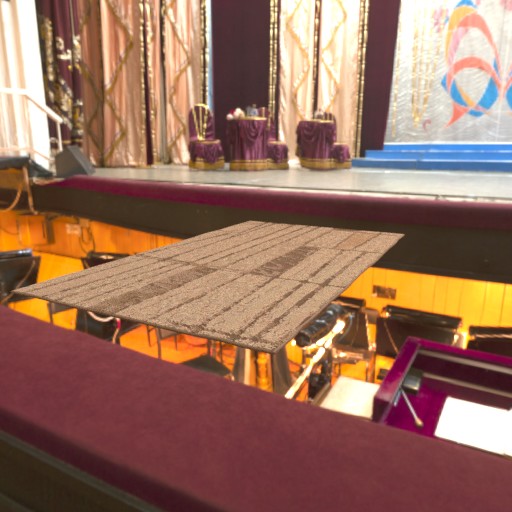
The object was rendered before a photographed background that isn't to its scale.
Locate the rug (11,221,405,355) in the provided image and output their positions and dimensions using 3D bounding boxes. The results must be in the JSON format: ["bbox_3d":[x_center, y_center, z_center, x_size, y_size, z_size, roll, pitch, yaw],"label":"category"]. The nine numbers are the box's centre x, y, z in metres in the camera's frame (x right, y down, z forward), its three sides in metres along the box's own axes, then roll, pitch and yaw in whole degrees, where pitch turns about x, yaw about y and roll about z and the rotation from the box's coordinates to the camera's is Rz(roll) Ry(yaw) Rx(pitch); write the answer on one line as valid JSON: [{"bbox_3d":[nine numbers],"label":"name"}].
[{"bbox_3d":[0.000,0.000,1.027,0.515,0.007,0.867,7,16,27],"label":"rug"}]
